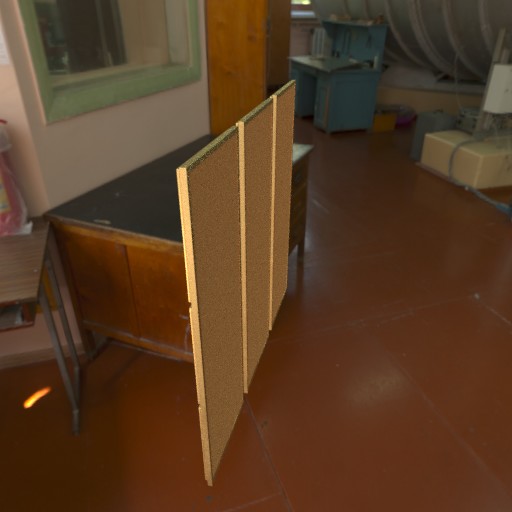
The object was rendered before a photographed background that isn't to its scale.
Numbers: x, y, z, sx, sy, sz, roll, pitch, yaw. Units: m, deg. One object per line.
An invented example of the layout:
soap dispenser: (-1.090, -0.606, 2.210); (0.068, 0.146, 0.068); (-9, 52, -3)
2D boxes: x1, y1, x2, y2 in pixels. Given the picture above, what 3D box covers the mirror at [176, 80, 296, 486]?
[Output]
mirror: (0.000, 0.000, 1.436); (0.023, 0.926, 1.011); (8, 31, 13)
